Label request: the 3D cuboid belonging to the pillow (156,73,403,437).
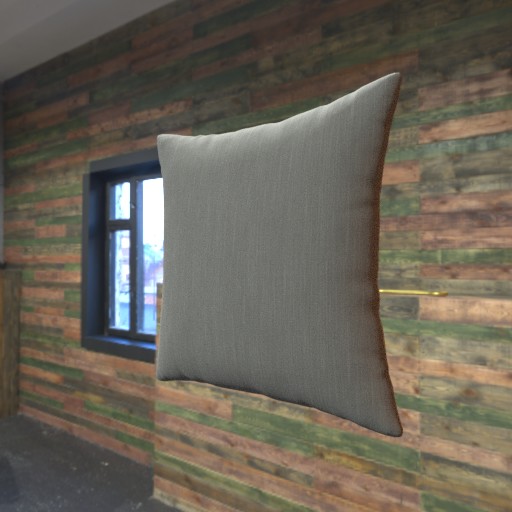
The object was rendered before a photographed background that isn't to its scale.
[{"bbox_3d":[0.000,0.000,0.769,0.511,0.509,0.161,-1,-1,37],"label":"pillow"}]
